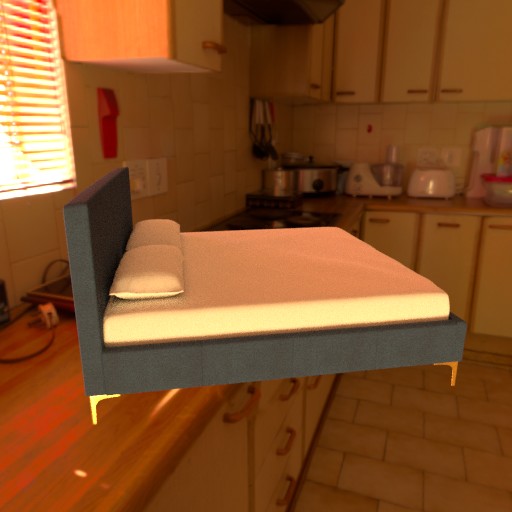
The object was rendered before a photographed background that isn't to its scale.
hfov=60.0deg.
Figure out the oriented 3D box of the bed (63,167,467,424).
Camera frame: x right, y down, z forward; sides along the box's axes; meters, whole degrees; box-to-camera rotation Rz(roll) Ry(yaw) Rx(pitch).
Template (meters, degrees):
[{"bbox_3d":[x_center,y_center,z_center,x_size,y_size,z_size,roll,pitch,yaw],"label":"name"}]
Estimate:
[{"bbox_3d":[0.000,0.000,3.419,2.232,1.231,2.096,-3,16,-10],"label":"bed"}]
